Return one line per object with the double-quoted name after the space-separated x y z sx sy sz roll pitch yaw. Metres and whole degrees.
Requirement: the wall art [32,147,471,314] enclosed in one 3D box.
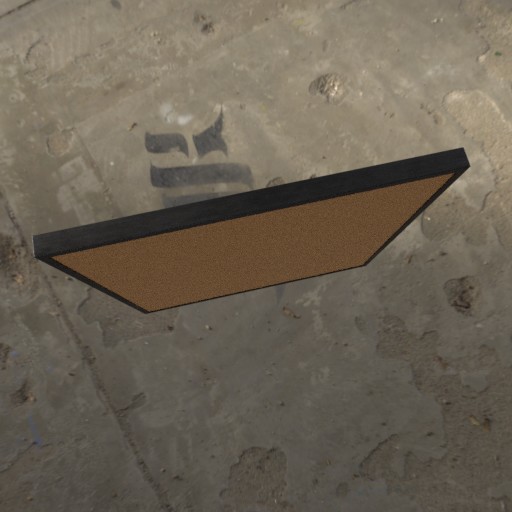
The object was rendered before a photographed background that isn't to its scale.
0.000 0.000 1.129 0.763 0.763 0.039 -12 76 -3 "wall art"
